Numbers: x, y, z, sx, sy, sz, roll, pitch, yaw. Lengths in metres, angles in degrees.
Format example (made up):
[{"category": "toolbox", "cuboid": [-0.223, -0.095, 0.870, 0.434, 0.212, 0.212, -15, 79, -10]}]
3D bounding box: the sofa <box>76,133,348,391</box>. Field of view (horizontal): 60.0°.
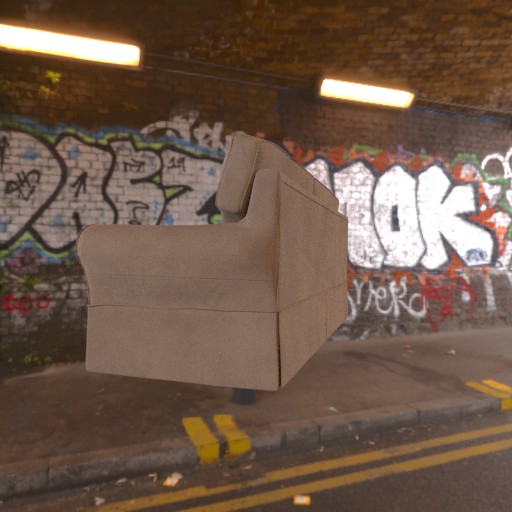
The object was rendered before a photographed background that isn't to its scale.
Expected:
[{"category": "sofa", "cuboid": [0.000, 0.000, 2.769, 0.900, 1.014, 2.246, 0, 0, 19]}]
